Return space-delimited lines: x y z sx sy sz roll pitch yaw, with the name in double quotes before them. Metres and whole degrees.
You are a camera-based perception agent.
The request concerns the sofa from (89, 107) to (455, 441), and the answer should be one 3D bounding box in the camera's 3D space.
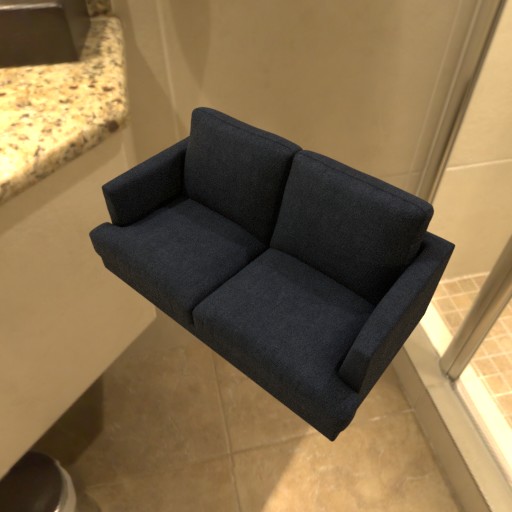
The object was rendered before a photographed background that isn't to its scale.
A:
"sofa" 0.000 0.000 2.194 1.582 0.944 0.903 31 53 27
